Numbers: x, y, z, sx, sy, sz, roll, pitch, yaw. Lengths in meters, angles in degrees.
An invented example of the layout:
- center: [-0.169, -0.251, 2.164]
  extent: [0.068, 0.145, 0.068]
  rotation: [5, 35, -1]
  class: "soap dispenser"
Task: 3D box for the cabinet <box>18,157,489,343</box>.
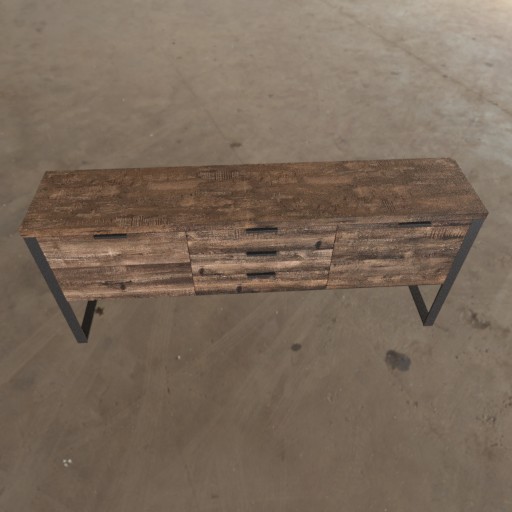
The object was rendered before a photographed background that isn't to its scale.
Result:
- center: [0.000, 0.000, 2.093]
  extent: [1.800, 0.762, 0.395]
  rotation: [-2, 46, -2]
  class: "cabinet"
